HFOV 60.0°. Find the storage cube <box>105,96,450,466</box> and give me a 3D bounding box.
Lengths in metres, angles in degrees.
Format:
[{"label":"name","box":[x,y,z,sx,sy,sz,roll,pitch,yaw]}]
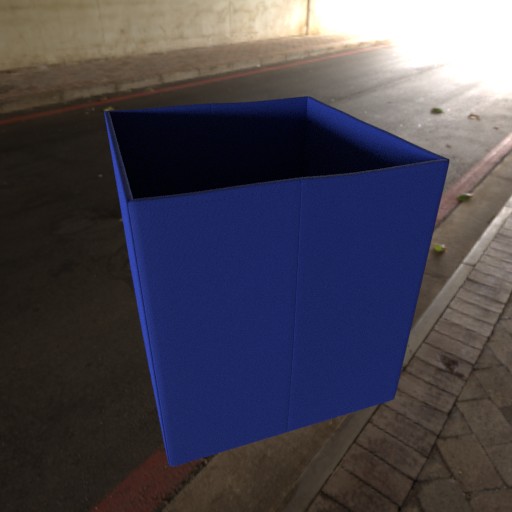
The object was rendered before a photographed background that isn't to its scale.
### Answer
[{"label":"storage cube","box":[0.000,0.000,0.496,0.270,0.280,0.270,-10,32,-16]}]
